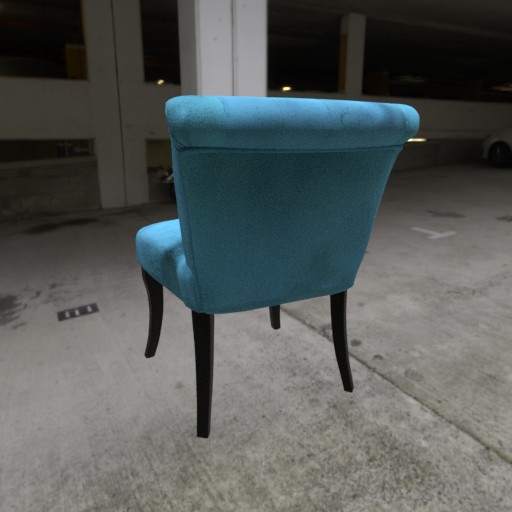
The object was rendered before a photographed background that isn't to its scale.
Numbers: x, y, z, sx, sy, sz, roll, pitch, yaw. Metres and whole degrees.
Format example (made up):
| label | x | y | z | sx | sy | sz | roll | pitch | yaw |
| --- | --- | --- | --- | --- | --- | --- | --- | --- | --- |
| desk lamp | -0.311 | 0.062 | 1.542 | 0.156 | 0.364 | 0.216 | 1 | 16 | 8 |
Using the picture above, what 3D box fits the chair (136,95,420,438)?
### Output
| label | x | y | z | sx | sy | sz | roll | pitch | yaw |
| --- | --- | --- | --- | --- | --- | --- | --- | --- | --- |
| chair | 0.000 | 0.000 | 1.171 | 0.582 | 0.750 | 0.605 | -8 | 17 | -26 |
